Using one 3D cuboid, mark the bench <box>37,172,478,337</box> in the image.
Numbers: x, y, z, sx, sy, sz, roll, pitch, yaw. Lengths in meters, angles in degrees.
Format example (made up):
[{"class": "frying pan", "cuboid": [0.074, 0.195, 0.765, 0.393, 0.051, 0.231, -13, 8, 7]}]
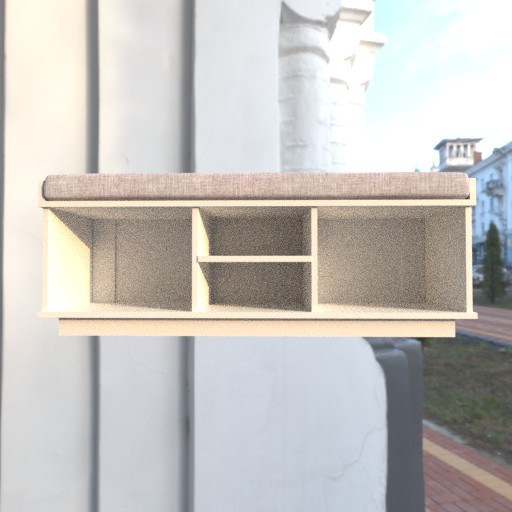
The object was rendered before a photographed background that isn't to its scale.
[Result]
[{"class": "bench", "cuboid": [0.000, 0.000, 1.376, 1.196, 0.453, 0.363, 0, -1, 1]}]
